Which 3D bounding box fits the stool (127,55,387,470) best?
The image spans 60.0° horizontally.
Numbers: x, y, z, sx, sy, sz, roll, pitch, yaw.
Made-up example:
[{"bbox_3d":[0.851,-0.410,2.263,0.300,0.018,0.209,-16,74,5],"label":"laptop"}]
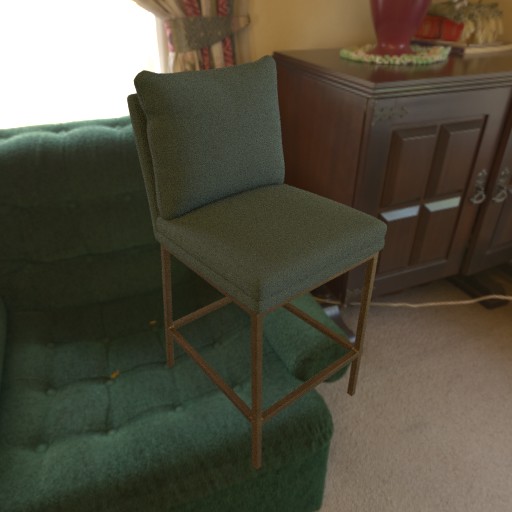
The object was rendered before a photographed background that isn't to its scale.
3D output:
[{"bbox_3d":[0.000,0.000,1.318,0.463,1.032,0.568,-23,38,-33],"label":"stool"}]
